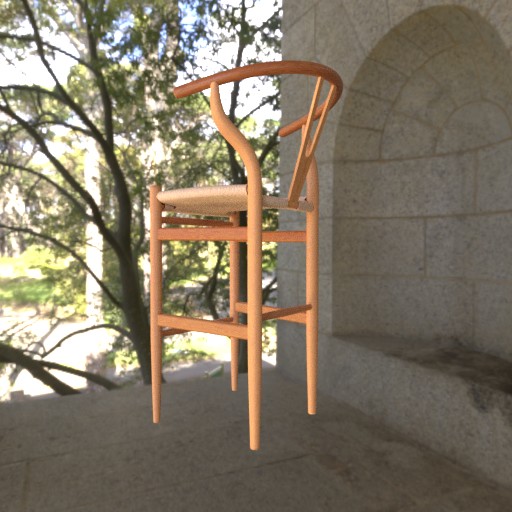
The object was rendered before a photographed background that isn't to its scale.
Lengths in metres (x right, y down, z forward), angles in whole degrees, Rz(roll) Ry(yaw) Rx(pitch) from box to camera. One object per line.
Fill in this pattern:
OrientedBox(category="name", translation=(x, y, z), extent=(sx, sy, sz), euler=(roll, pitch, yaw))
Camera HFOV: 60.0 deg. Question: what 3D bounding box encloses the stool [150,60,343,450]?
OrientedBox(category="stool", translation=(0.000, 0.000, 1.429), extent=(0.561, 1.068, 0.574), euler=(1, 1, 36))
